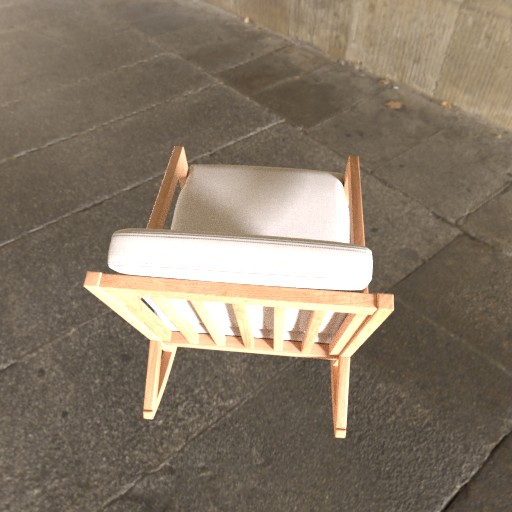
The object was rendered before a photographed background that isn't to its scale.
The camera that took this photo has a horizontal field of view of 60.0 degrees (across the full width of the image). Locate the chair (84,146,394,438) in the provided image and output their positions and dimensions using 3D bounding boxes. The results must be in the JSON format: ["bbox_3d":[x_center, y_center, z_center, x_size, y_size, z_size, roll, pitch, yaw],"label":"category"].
[{"bbox_3d":[0.000,0.000,1.408,0.622,0.790,0.857,4,46,4],"label":"chair"}]
